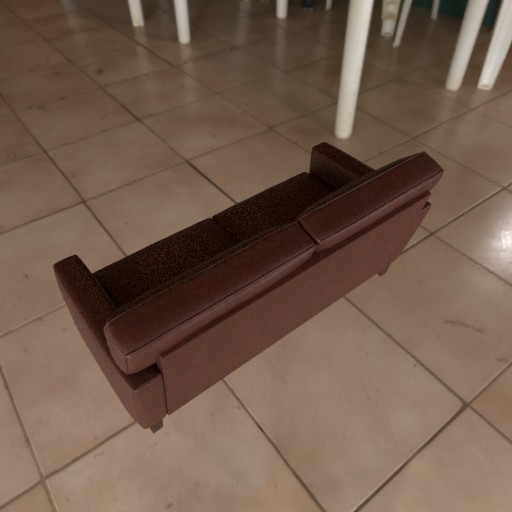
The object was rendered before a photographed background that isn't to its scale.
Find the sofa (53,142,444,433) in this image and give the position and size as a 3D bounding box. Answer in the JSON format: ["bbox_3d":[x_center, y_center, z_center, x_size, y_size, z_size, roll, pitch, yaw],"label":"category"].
[{"bbox_3d":[0.000,0.000,2.390,1.876,0.928,0.912,-29,52,-26],"label":"sofa"}]
